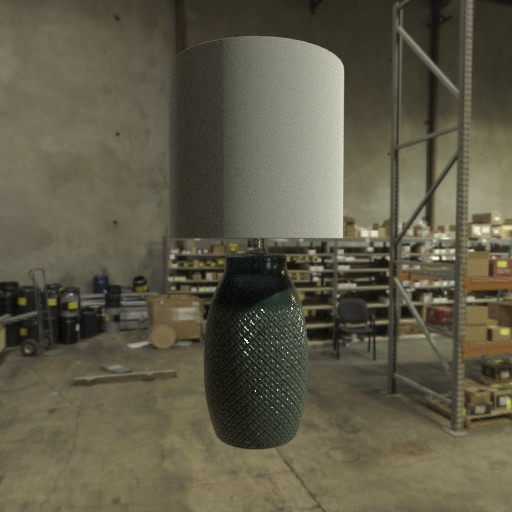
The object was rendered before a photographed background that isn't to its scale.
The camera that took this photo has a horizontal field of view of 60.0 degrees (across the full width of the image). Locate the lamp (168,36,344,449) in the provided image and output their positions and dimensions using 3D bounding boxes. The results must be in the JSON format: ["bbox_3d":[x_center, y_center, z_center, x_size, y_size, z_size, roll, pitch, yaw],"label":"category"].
[{"bbox_3d":[0.000,0.000,0.564,0.217,0.453,0.217,-1,2,-18],"label":"lamp"}]
